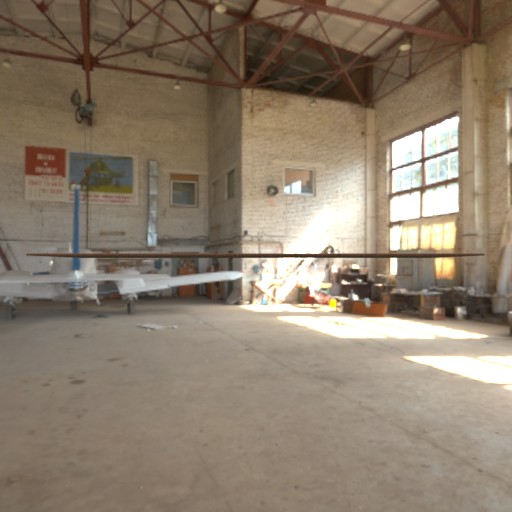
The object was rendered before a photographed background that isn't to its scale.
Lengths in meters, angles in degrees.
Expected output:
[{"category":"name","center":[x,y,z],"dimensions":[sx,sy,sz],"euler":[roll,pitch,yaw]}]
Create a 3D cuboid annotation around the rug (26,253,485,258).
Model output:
[{"category":"rug","center":[0.000,0.000,2.734],"dimensions":[2.448,0.012,0.769],"euler":[0,-1,0]}]
